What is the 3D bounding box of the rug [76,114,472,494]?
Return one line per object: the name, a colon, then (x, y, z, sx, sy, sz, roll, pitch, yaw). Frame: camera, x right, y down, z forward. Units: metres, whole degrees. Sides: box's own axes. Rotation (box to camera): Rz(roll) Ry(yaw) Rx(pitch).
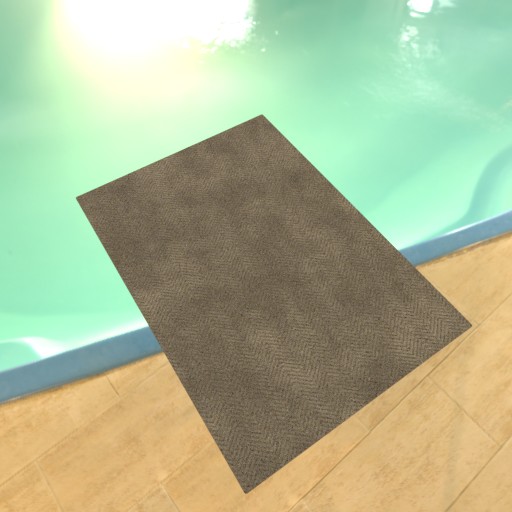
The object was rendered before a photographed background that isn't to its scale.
rug: (0.000, 0.000, 2.887, 1.600, 0.008, 2.235, -29, 62, -17)
